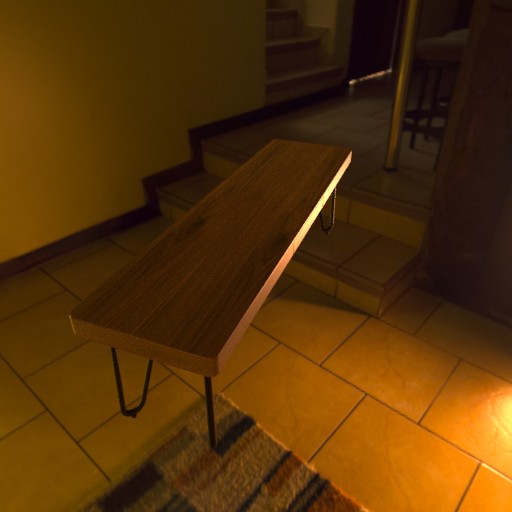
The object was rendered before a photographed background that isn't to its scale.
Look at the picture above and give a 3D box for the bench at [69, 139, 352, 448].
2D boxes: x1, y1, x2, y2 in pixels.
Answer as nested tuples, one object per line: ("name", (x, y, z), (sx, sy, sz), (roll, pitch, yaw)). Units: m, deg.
("bench", (0.000, 0.000, 1.801), (0.425, 0.462, 1.570), (12, 34, 18))
